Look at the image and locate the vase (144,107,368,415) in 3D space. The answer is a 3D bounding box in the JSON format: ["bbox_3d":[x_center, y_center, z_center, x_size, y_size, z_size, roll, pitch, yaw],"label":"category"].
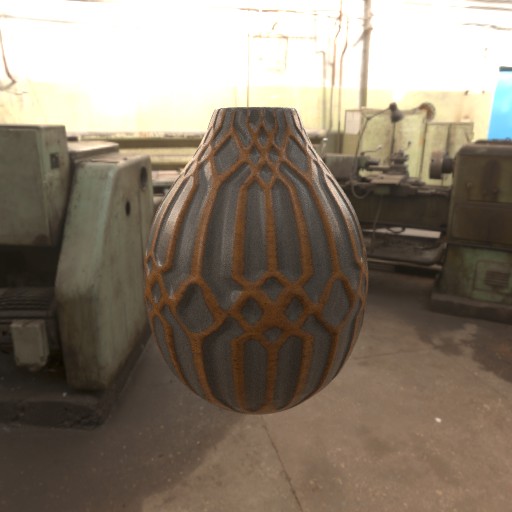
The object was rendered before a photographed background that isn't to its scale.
[{"bbox_3d":[0.000,0.000,0.138,0.069,0.088,0.069,0,17,0],"label":"vase"}]
